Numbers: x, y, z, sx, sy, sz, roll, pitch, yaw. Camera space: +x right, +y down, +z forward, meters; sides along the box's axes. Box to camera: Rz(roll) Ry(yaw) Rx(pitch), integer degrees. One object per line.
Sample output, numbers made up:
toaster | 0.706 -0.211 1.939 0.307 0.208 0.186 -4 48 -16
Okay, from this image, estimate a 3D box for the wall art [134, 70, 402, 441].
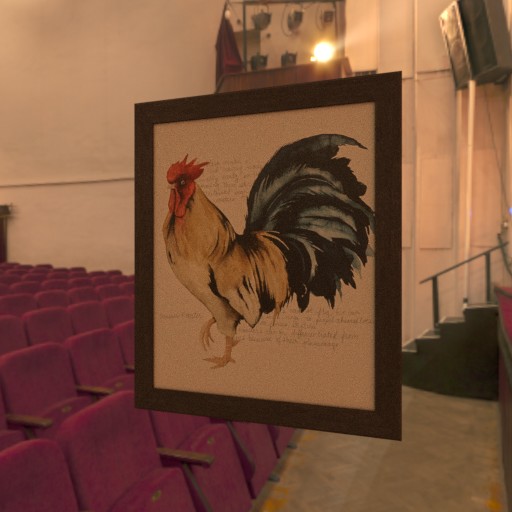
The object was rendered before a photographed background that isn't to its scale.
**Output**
wall art | 0.000 0.000 0.761 0.476 0.570 0.013 0 0 18
